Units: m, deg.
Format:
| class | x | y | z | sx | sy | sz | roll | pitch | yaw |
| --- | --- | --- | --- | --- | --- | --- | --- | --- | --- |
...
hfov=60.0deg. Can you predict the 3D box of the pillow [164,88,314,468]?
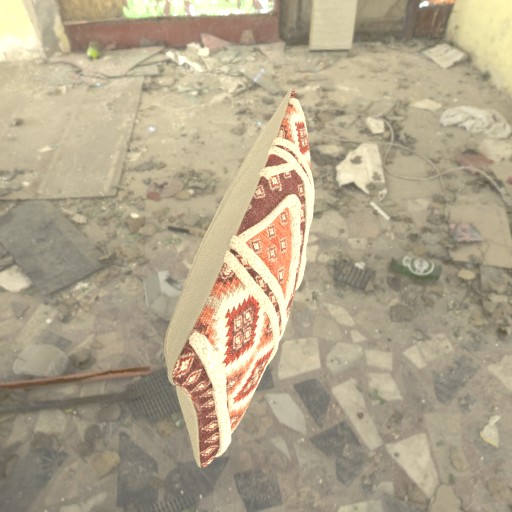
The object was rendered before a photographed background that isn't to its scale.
| class | x | y | z | sx | sy | sz | roll | pitch | yaw |
| --- | --- | --- | --- | --- | --- | --- | --- | --- | --- |
| pillow | 0.000 | 0.000 | 0.721 | 0.161 | 0.295 | 0.608 | 10 | 46 | 10 |
